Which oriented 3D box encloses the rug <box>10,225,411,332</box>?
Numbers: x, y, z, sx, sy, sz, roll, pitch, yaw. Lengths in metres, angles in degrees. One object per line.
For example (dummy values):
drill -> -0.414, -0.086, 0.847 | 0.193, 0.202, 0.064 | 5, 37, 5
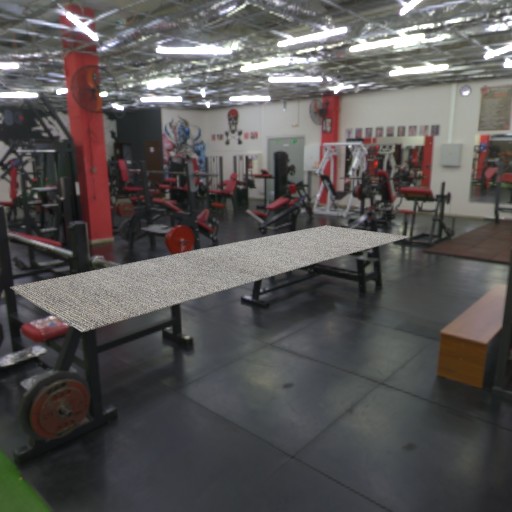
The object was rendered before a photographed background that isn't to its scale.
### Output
rug -> 0.000, 0.000, 2.481 | 0.697, 0.013, 2.335 | 13, 18, 43
